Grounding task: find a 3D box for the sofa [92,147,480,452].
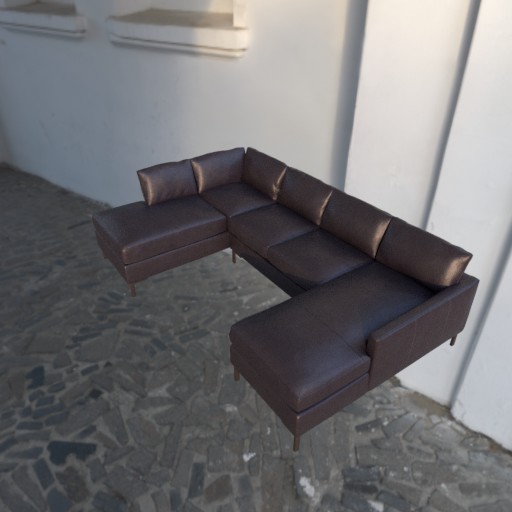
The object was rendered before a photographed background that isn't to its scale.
[{"bbox_3d":[0.000,0.000,3.863,1.939,0.900,2.956,-21,38,-29],"label":"sofa"}]
